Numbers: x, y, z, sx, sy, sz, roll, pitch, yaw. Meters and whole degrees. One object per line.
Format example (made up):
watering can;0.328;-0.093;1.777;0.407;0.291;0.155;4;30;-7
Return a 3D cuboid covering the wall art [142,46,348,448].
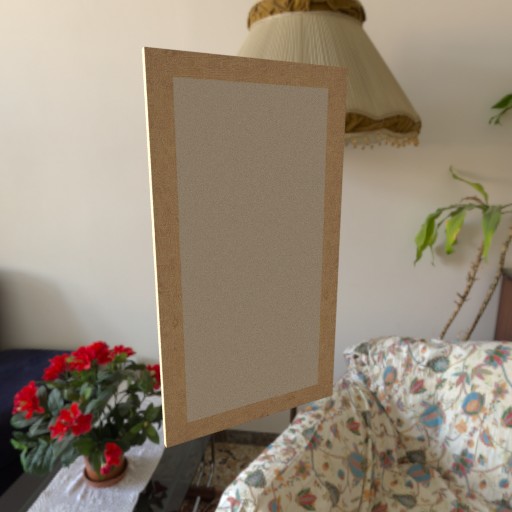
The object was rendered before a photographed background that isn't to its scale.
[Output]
wall art;0.000;0.000;0.828;0.381;0.683;0.013;-7;16;-27
